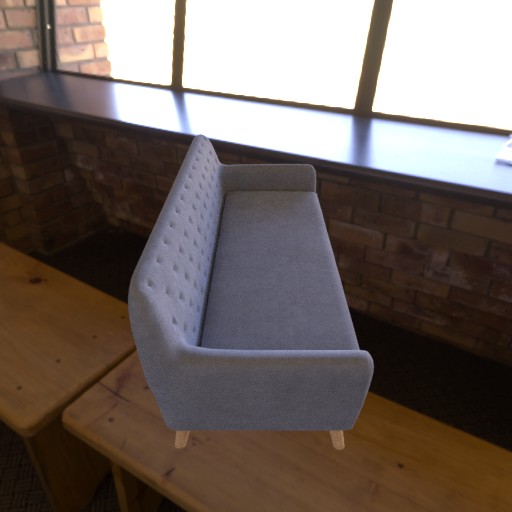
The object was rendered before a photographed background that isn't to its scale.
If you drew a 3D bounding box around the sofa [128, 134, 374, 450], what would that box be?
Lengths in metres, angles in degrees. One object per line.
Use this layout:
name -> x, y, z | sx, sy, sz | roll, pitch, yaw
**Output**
sofa -> 0.000, 0.000, 2.378 | 0.830, 0.830, 1.970 | 0, 31, 0
